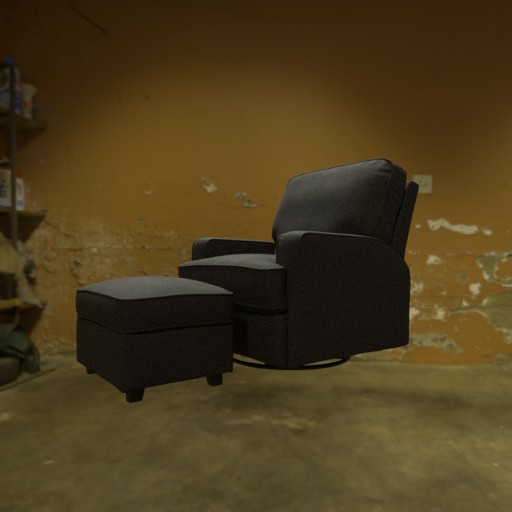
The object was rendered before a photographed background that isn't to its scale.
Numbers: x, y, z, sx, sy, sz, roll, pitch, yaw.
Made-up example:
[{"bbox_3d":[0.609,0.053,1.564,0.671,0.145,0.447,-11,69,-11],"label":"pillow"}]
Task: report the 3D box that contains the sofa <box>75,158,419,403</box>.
[{"bbox_3d":[0.000,0.000,2.040,1.472,0.959,0.861,0,0,-37],"label":"sofa"}]
